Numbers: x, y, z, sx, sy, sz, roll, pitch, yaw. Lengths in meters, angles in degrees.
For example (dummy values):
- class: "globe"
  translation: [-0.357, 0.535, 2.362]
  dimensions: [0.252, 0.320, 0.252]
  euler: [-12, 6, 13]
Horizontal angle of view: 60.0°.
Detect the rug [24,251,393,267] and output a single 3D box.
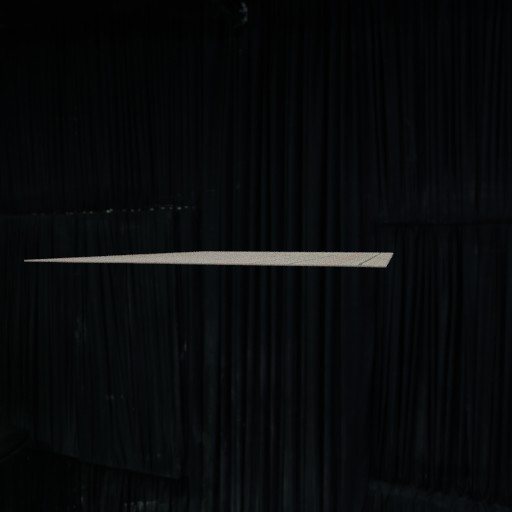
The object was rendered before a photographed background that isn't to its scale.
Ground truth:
- class: "rug"
  translation: [0.000, 0.000, 4.187]
  dimensions: [2.444, 0.012, 3.048]
  euler: [1, 2, 18]
